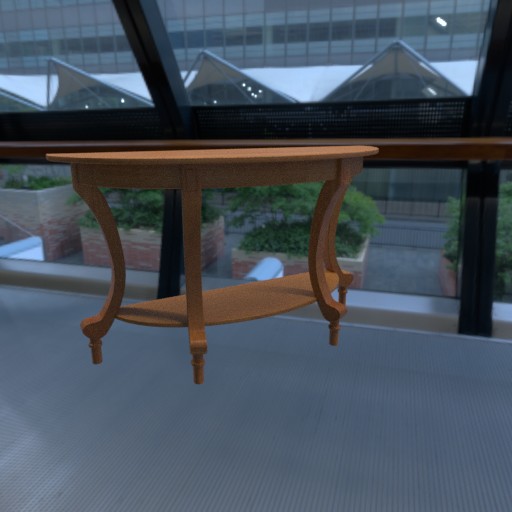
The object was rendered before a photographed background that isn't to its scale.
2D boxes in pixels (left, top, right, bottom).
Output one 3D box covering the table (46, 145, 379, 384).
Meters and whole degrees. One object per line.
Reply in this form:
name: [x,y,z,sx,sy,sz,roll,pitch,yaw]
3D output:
table: [0.000,0.000,1.511,1.198,0.692,0.394,-9,19,-27]
